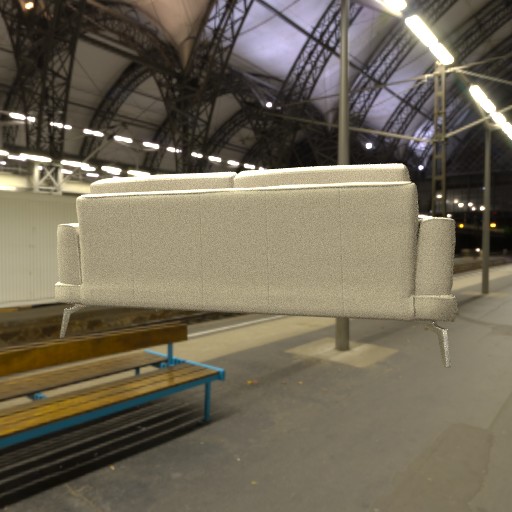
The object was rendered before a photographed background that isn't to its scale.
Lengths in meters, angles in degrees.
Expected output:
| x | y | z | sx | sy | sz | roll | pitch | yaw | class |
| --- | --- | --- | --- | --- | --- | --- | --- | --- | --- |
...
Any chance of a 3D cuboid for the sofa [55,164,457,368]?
| x | y | z | sx | sy | sz | roll | pitch | yaw | class |
| --- | --- | --- | --- | --- | --- | --- | --- | --- | --- |
| 0.000 | 0.000 | 2.729 | 2.177 | 0.930 | 1.121 | 0 | 2 | 17 | sofa |
